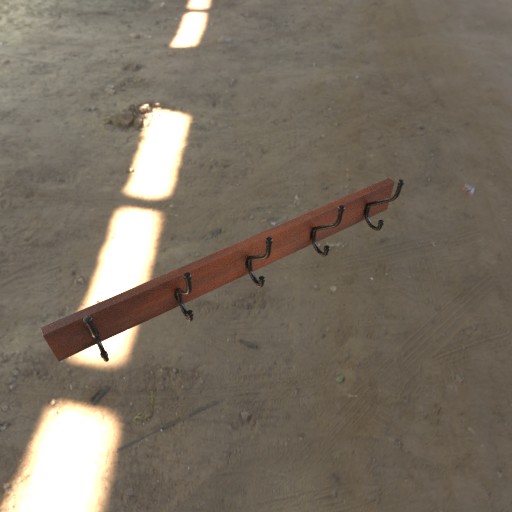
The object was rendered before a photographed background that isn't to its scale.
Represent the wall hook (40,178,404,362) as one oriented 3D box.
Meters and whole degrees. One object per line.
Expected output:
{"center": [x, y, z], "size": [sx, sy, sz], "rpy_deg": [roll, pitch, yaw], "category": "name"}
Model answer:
{"center": [0.000, 0.000, 0.621], "size": [0.571, 0.117, 0.071], "rpy_deg": [-24, 51, -22], "category": "wall hook"}
